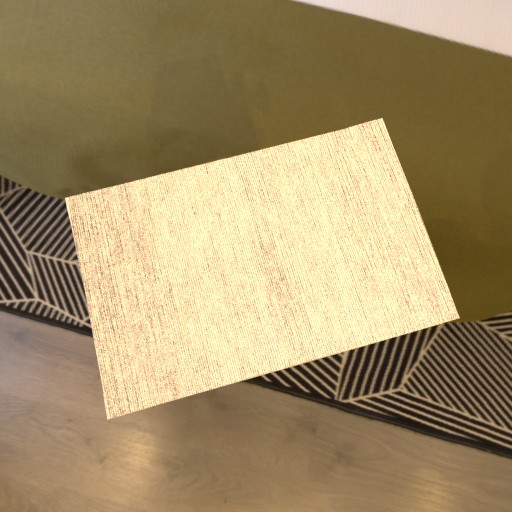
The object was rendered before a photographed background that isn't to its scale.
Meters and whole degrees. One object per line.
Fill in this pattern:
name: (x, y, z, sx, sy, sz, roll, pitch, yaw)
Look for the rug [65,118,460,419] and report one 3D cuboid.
rug: (0.000, 0.000, 2.255, 1.773, 0.021, 1.149, -15, 76, -4)
